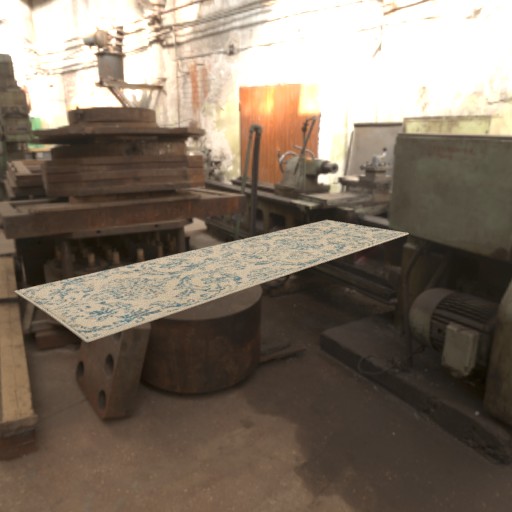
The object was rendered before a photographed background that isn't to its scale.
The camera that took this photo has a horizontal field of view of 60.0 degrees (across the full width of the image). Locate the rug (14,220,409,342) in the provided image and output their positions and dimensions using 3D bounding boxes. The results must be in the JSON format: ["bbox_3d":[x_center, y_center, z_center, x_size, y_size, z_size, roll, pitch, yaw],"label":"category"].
[{"bbox_3d":[0.000,0.000,2.372,0.662,0.011,2.196,15,21,42],"label":"rug"}]
